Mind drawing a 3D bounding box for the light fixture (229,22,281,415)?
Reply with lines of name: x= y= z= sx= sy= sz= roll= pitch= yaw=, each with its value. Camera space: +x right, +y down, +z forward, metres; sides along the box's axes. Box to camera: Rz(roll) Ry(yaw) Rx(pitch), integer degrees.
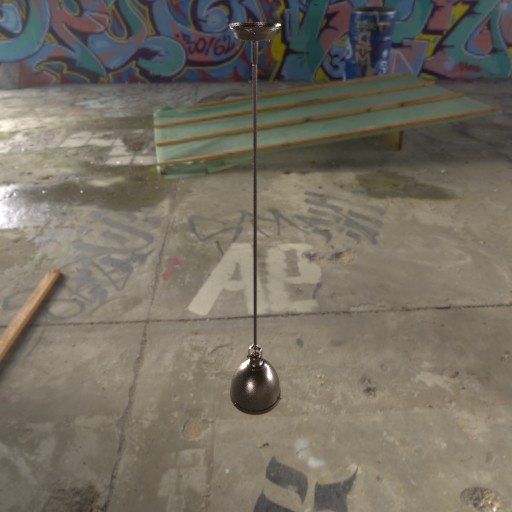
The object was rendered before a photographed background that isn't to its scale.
light fixture: x=0.000 y=0.000 z=1.472 sx=0.217 sy=1.367 sz=0.211 roll=9 pitch=34 yaw=14
